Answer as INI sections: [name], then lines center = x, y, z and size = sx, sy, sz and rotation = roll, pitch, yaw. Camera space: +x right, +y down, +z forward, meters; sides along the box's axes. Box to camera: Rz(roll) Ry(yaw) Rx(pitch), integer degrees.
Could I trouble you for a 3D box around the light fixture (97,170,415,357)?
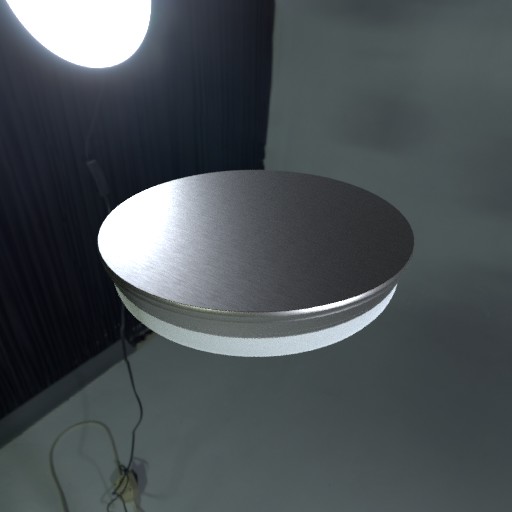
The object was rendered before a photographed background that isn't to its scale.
[light fixture]
center = 0.000, 0.000, 0.560
size = 0.368, 0.100, 0.368
rotation = 0, 30, 0
